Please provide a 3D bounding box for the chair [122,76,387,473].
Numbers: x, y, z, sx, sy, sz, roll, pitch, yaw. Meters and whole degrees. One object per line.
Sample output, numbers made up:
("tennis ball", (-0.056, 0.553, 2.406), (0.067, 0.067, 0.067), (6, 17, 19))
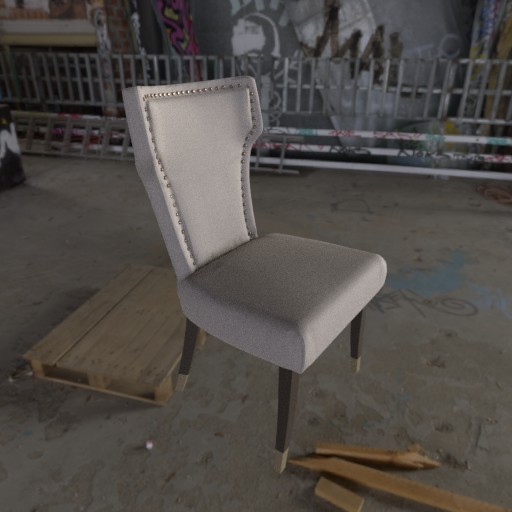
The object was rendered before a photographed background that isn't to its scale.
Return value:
("chair", (0.000, 0.000, 1.308), (0.630, 0.950, 0.526), (17, 31, 32))
